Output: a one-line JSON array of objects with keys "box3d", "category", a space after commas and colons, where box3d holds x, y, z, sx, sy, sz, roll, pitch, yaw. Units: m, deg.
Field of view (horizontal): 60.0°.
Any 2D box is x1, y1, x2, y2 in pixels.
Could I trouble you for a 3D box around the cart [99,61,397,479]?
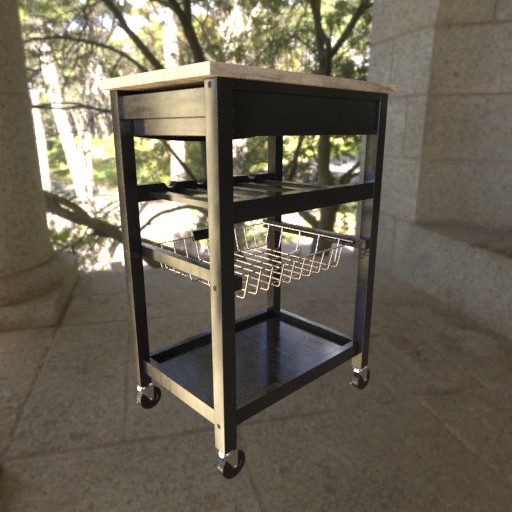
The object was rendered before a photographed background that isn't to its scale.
[{"box3d": [0.000, 0.000, 1.148, 0.584, 0.839, 0.403, -15, 21, -41], "category": "cart"}]
